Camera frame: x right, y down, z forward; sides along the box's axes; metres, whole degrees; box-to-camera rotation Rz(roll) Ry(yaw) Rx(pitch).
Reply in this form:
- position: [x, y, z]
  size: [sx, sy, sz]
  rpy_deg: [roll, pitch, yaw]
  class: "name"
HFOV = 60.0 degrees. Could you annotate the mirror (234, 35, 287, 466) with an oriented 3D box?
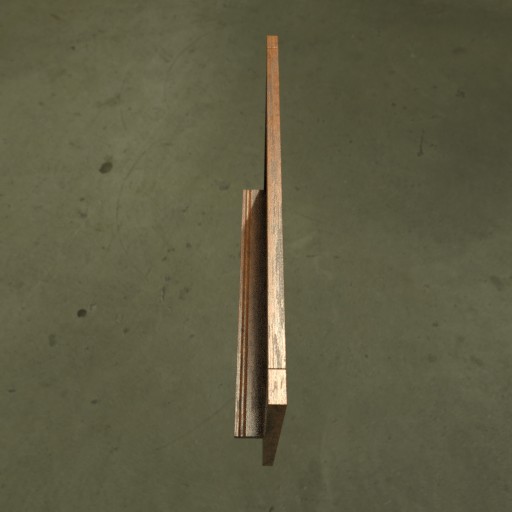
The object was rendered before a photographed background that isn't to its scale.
- position: [0.000, 0.000, 0.955]
  size: [0.084, 0.537, 0.758]
  rpy_deg: [1, 58, 0]
  class: "mirror"
